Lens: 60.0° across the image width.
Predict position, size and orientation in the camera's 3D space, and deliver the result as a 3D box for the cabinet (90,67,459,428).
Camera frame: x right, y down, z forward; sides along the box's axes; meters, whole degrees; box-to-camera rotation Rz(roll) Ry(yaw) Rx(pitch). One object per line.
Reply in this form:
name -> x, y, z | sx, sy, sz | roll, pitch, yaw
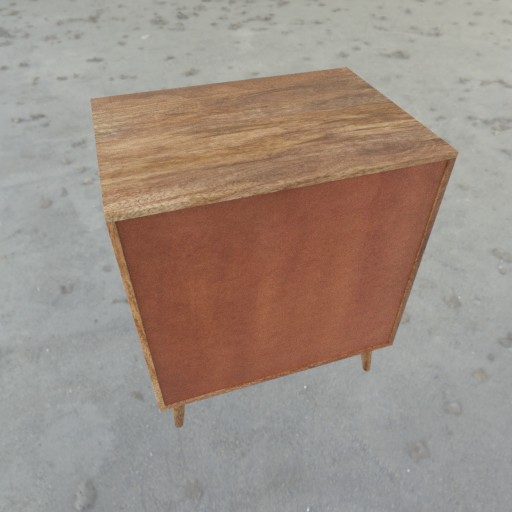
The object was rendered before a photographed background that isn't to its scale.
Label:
cabinet -> 0.000, 0.000, 1.179 | 0.647, 0.758, 0.473 | -12, 44, -13
